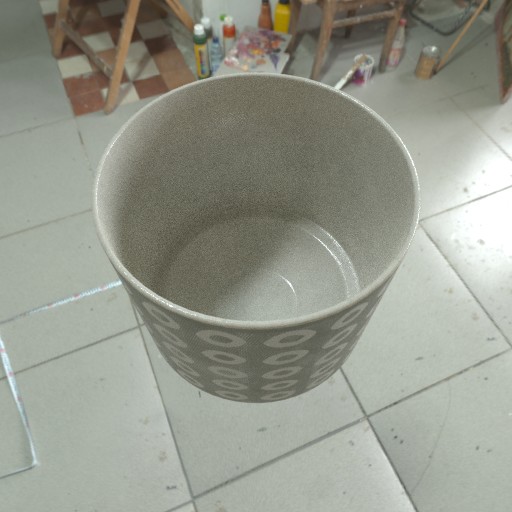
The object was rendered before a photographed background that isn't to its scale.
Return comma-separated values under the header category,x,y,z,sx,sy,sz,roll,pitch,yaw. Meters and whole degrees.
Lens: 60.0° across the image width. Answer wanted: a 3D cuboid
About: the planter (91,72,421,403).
category,x,y,z,sx,sy,sz,roll,pitch,yaw
planter,0.000,0.000,0.443,0.250,0.239,0.250,0,59,0
